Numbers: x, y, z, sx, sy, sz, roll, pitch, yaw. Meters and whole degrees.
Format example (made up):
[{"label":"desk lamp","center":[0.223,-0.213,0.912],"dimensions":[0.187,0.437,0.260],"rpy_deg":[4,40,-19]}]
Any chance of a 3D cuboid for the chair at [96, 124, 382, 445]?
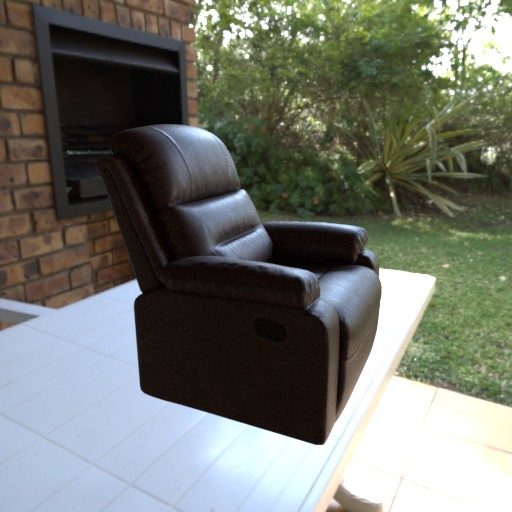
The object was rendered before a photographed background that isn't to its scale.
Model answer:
[{"label":"chair","center":[0.000,0.000,1.732],"dimensions":[0.919,0.992,0.855],"rpy_deg":[7,17,24]}]
